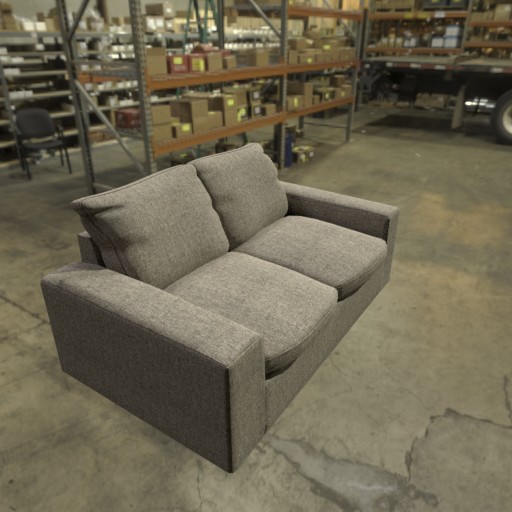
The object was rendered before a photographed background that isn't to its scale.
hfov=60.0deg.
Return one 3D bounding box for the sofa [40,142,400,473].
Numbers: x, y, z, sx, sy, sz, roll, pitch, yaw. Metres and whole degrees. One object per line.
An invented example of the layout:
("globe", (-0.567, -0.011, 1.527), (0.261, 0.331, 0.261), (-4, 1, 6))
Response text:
("sofa", (0.000, 0.000, 2.345), (1.094, 0.877, 1.758), (17, 31, 30))
